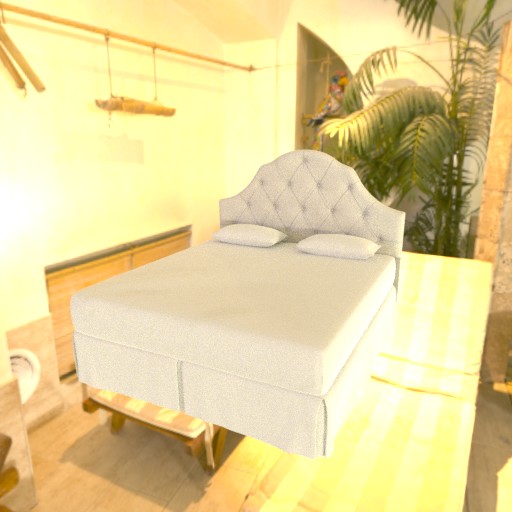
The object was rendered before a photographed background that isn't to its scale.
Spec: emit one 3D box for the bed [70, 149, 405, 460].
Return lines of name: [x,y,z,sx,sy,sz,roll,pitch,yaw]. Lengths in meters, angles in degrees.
bed: [0.000,0.000,3.595,2.008,1.615,2.214,8,17,26]
